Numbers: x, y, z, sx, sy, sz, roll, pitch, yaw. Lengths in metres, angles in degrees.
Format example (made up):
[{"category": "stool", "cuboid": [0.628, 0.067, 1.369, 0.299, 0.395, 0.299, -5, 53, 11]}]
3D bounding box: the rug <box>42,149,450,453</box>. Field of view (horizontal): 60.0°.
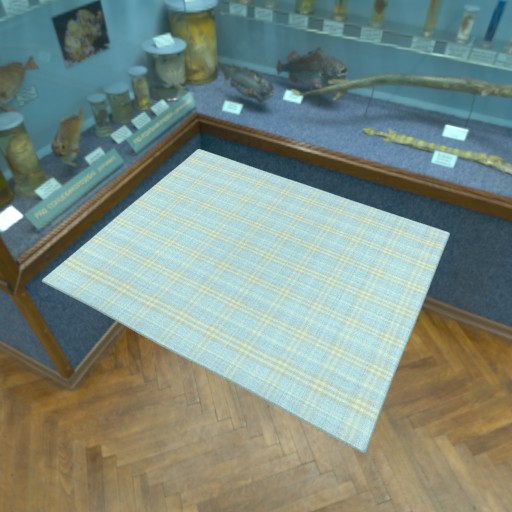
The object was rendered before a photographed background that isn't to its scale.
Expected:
[{"category": "rug", "cuboid": [0.000, 0.000, 4.209, 3.066, 0.030, 2.462, 22, 50, 20]}]
